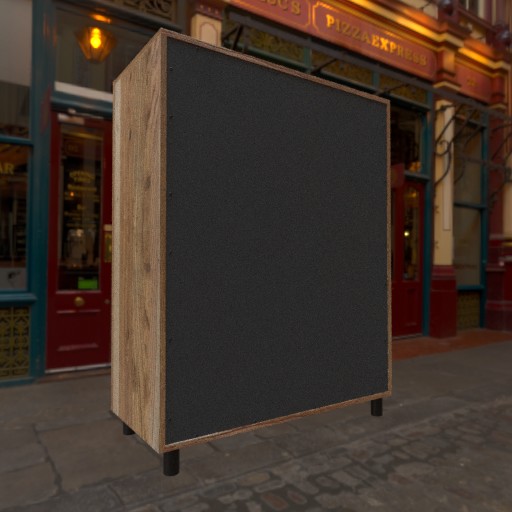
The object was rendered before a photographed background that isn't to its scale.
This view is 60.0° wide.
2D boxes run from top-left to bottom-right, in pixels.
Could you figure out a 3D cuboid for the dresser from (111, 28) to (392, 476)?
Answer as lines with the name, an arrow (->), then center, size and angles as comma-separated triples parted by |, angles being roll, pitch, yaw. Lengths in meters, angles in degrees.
dresser -> 0.000, 0.000, 1.681 | 0.966, 1.243, 0.480 | 1, -1, -34
